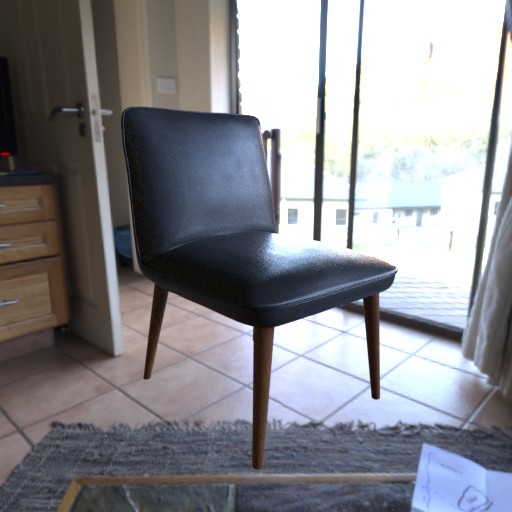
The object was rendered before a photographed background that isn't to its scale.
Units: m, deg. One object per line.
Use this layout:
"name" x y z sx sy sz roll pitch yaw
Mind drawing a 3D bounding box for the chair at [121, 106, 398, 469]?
"chair" 0.000 0.000 1.222 0.543 0.801 0.645 -13 18 -43
